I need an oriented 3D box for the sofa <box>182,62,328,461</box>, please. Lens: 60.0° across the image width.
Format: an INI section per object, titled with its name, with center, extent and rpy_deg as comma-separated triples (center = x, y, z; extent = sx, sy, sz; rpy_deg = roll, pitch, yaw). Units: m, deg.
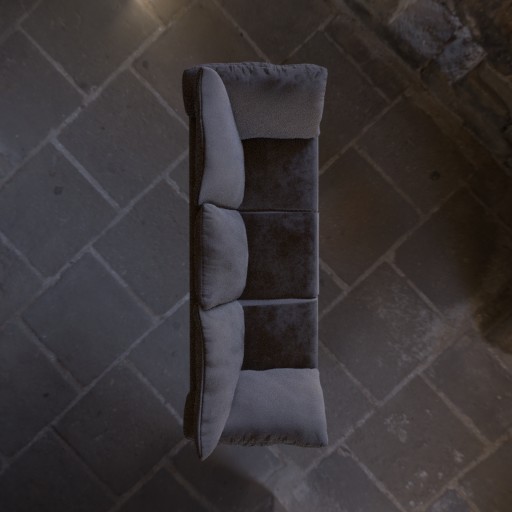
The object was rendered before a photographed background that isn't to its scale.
[sofa]
center = 0.000, 0.000, 2.893
extent = 0.878, 1.073, 2.336
rpy_deg = 0, 91, 0
